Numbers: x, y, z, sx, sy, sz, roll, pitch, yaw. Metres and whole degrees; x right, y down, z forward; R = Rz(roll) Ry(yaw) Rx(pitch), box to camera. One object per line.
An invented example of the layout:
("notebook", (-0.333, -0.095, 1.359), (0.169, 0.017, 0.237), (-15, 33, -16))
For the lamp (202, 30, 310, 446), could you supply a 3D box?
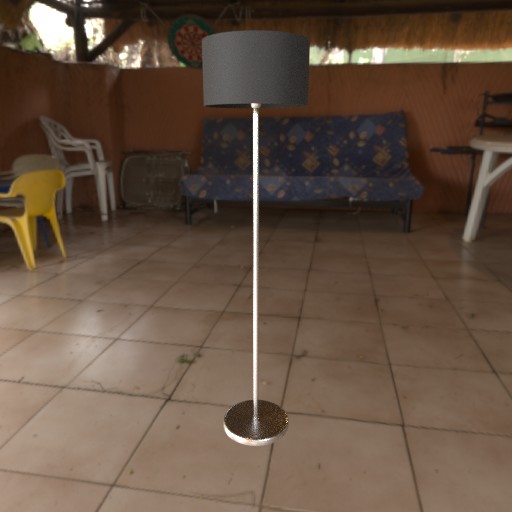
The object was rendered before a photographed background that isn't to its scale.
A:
("lamp", (0.000, 0.000, 1.635), (0.348, 1.443, 0.348), (3, 16, 9))
